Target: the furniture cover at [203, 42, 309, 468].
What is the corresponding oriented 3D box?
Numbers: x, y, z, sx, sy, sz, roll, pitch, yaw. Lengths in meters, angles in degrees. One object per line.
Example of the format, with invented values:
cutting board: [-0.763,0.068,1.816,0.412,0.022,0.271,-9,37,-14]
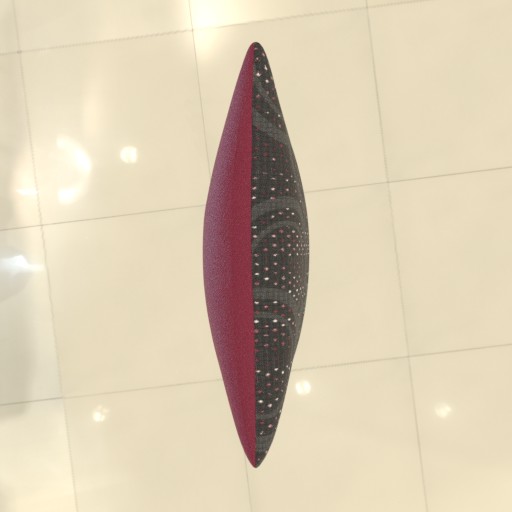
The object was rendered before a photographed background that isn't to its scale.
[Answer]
furniture cover: [0.000,0.000,0.818,0.193,0.509,0.552,0,90,1]
